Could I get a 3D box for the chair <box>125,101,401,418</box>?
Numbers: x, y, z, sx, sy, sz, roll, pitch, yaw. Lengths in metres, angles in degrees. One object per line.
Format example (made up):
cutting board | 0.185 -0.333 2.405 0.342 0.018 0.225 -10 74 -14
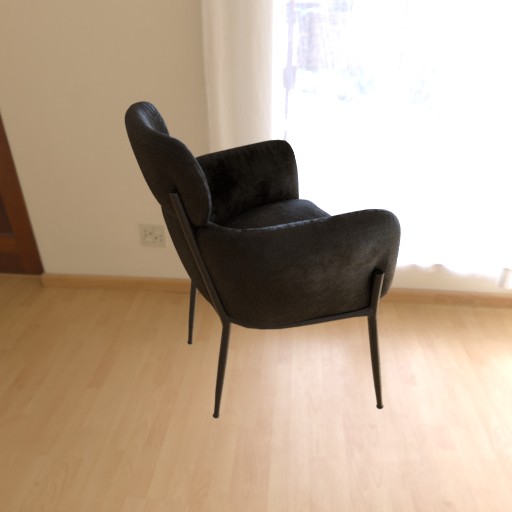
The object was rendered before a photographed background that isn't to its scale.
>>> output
chair | 0.000 0.000 1.256 0.604 0.818 0.640 -11 32 -17
